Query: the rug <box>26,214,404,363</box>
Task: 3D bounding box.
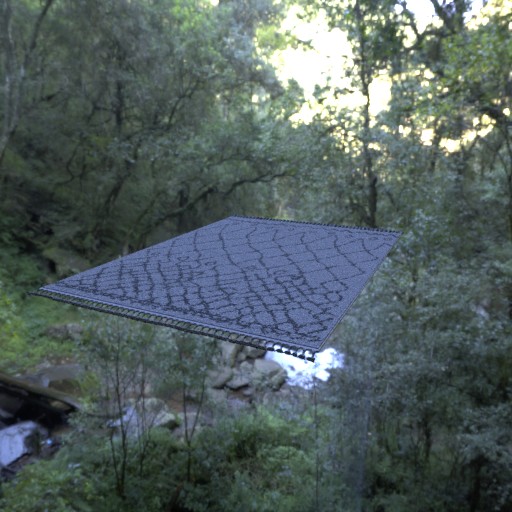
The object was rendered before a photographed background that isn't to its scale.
[{"bbox_3d":[0.000,0.000,3.019,1.613,0.017,2.312,8,18,25],"label":"rug"}]
